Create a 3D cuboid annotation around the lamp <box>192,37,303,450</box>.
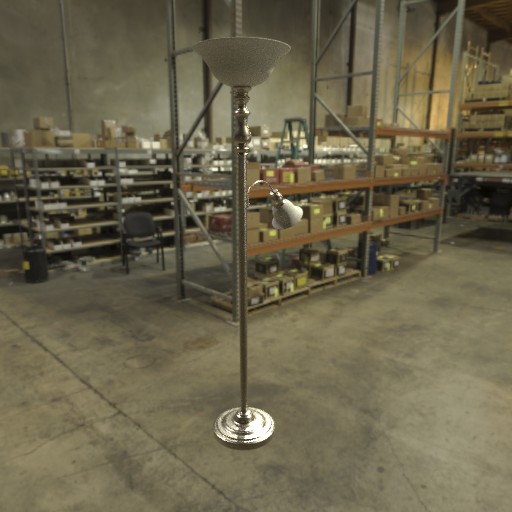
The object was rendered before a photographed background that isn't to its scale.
[{"bbox_3d":[0.000,0.000,2.096,0.405,1.785,0.575,13,18,43],"label":"lamp"}]
